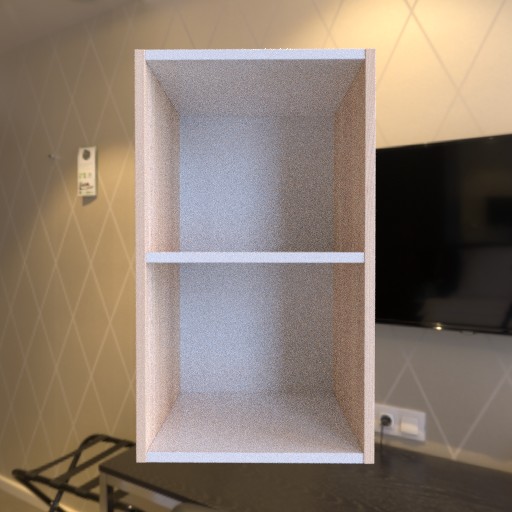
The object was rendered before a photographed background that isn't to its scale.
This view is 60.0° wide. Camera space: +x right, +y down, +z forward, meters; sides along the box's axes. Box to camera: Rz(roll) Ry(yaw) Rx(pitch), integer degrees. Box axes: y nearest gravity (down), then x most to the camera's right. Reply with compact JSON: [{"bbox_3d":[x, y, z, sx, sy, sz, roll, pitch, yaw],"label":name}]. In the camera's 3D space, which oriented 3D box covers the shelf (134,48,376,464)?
[{"bbox_3d":[0.000,0.000,0.787,0.350,0.600,0.290,0,1,1],"label":"shelf"}]
